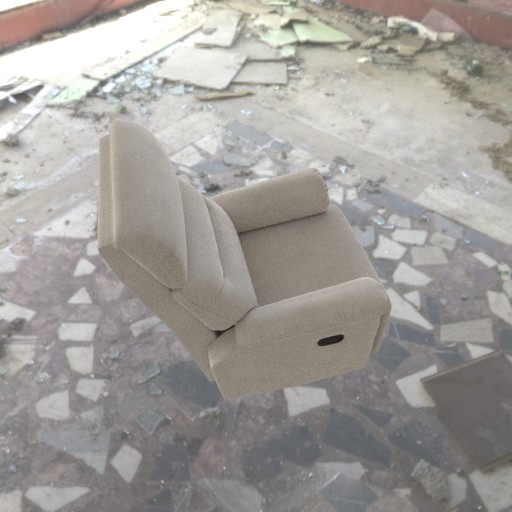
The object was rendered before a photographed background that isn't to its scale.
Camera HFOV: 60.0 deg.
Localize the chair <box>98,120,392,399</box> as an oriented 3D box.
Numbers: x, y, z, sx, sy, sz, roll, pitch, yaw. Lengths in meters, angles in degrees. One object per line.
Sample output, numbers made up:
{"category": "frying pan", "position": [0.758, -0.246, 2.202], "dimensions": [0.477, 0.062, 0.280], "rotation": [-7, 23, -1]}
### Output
{"category": "chair", "position": [0.000, 0.000, 1.767], "dimensions": [1.001, 1.039, 0.820], "rotation": [-10, 48, -9]}
